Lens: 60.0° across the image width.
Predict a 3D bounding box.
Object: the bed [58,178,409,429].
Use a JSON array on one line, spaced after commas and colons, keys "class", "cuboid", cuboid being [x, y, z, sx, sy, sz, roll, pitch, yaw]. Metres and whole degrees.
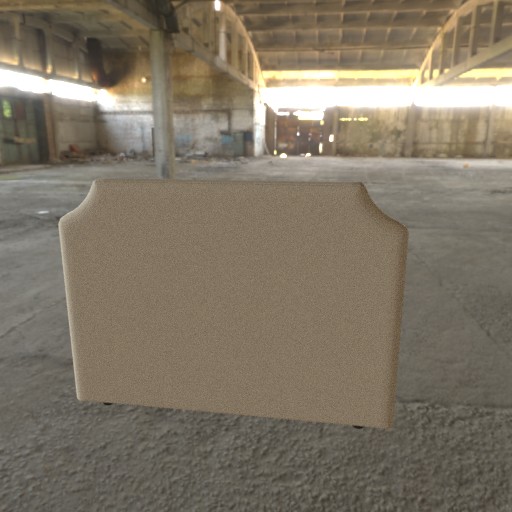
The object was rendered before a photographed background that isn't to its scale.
[{"class": "bed", "cuboid": [0.000, 0.000, 3.860, 2.134, 1.524, 2.548, 2, 15, 8]}]
